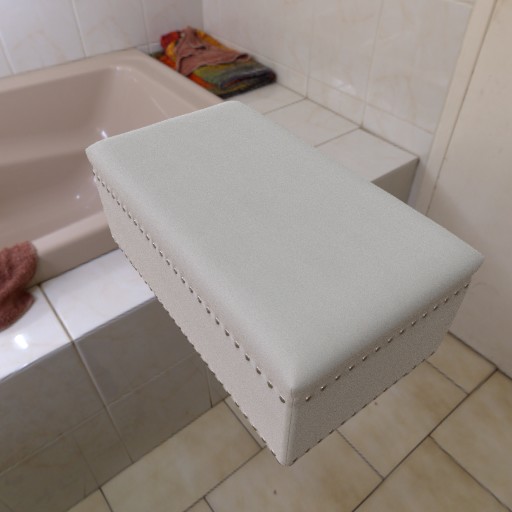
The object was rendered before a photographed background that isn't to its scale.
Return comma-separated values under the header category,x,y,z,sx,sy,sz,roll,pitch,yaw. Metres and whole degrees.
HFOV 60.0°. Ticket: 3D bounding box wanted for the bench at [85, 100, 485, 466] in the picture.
category,x,y,z,sx,sy,sz,roll,pitch,yaw
bench,0.000,0.000,1.170,0.500,0.449,0.887,-27,50,-25
